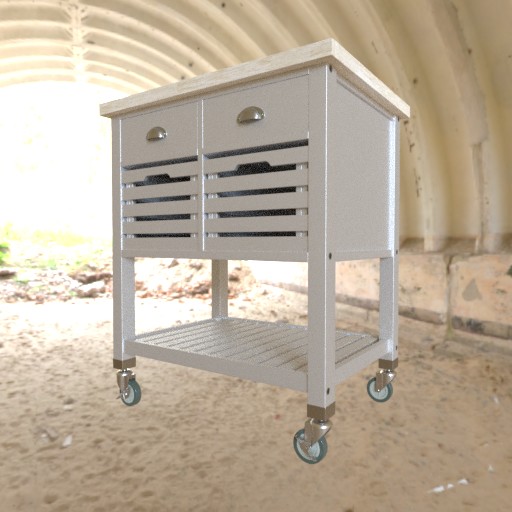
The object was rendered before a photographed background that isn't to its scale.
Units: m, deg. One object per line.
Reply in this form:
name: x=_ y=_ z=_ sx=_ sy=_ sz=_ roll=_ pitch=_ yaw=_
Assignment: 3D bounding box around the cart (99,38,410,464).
cart: x=0.000 y=0.000 z=1.359 sx=0.762 sy=0.914 sz=0.559 roll=1 pitch=2 yaw=35
